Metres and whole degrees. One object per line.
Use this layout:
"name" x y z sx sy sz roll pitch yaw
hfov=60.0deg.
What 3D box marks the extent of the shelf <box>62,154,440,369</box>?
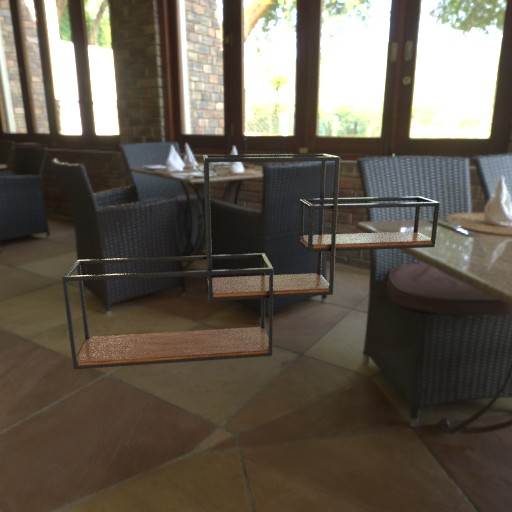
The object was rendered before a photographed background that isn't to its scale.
"shelf" 0.000 0.000 2.206 1.781 0.972 0.275 -2 16 -7
